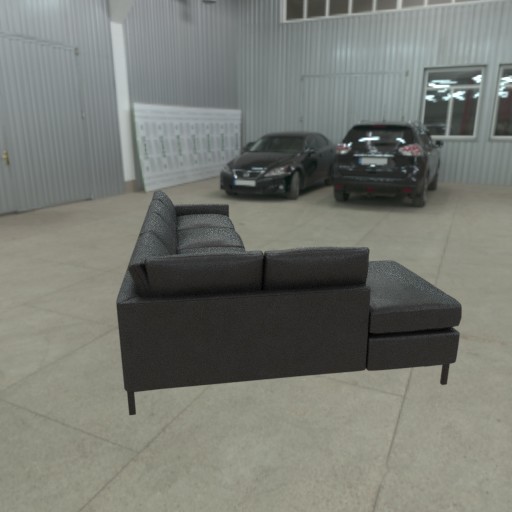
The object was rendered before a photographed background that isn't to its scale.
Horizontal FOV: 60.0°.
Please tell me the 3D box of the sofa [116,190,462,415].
[{"bbox_3d":[0.000,0.000,3.803,1.938,0.877,2.984,-3,17,-9],"label":"sofa"}]
